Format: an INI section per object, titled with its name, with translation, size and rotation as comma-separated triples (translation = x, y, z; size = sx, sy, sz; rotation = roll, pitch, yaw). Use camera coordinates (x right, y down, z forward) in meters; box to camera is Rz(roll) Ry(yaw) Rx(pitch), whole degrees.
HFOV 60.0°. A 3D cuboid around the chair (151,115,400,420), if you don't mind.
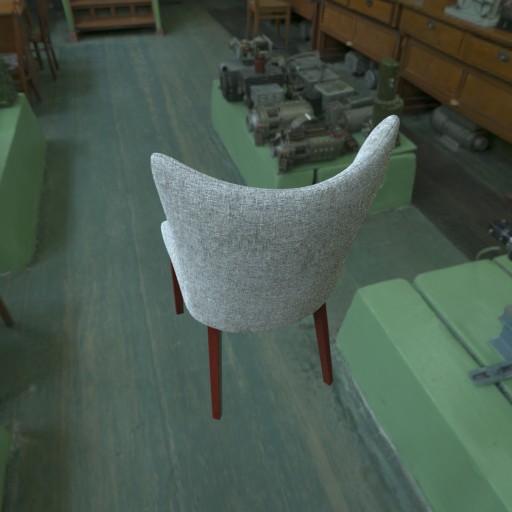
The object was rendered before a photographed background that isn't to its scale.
[chair]
translation = 0.000, 0.000, 1.307
size = 0.535, 0.924, 0.623
rotation = -13, 42, -14
